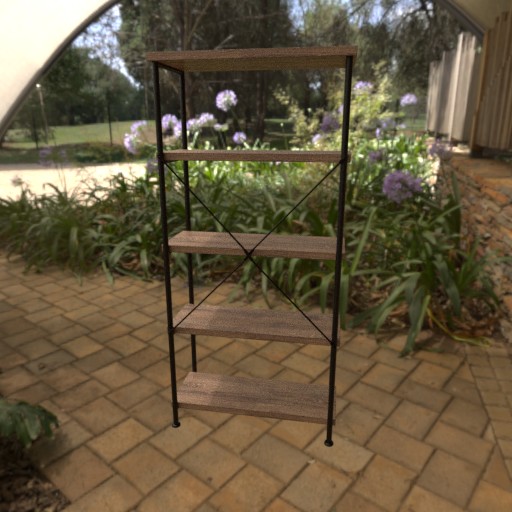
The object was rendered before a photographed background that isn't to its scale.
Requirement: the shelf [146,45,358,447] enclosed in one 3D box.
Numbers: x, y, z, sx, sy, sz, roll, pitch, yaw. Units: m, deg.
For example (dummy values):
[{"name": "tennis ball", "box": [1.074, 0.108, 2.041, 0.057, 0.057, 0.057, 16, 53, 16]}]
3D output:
[{"name": "shelf", "box": [0.000, 0.000, 2.049, 0.800, 1.700, 0.360, 3, 16, 10]}]
